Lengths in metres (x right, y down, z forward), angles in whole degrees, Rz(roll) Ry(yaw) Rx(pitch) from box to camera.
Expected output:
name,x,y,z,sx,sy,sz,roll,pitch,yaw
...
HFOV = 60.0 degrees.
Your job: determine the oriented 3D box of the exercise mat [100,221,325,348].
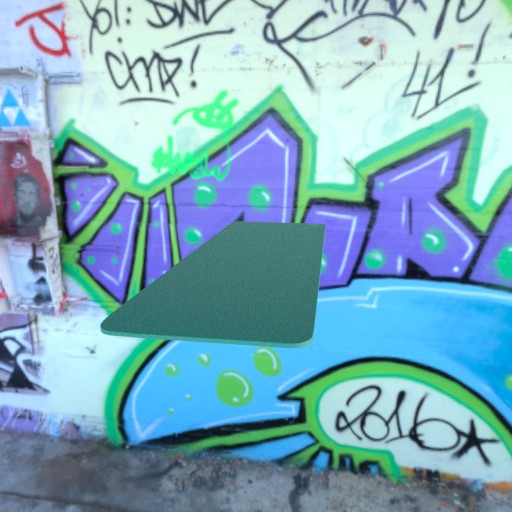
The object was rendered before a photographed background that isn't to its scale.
name,x,y,z,sx,sy,sz,roll,pitch,yaw
exercise mat,0.000,0.000,2.091,0.616,0.021,1.869,2,14,9
